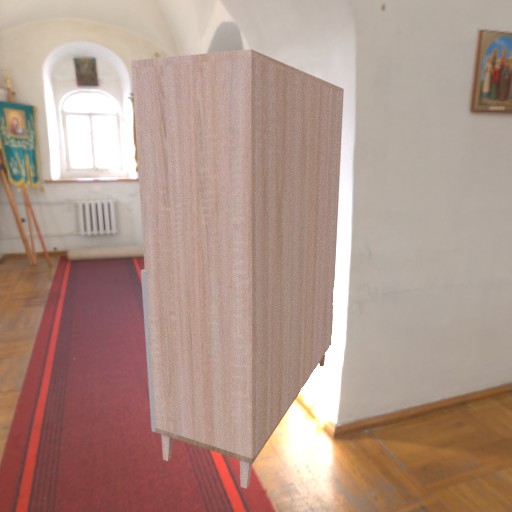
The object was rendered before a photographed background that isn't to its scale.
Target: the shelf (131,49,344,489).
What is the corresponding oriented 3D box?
[{"bbox_3d":[0.000,0.000,1.865,0.434,1.405,0.995,7,16,24],"label":"shelf"}]
